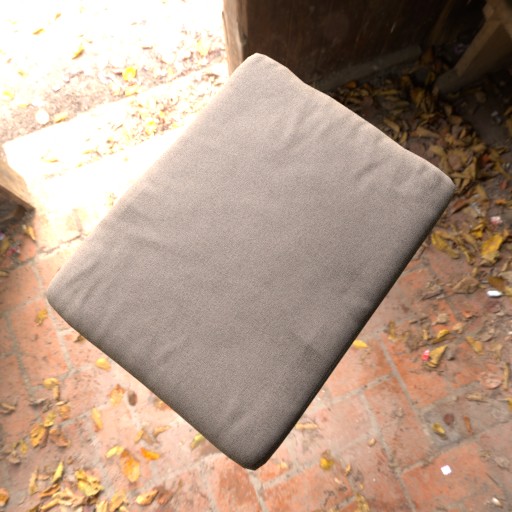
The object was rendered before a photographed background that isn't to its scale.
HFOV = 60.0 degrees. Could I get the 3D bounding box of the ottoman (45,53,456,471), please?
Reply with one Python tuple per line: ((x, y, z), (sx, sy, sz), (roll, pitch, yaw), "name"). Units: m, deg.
((0.000, 0.000, 1.311), (0.692, 0.511, 0.902), (37, 79, 8), "ottoman")
